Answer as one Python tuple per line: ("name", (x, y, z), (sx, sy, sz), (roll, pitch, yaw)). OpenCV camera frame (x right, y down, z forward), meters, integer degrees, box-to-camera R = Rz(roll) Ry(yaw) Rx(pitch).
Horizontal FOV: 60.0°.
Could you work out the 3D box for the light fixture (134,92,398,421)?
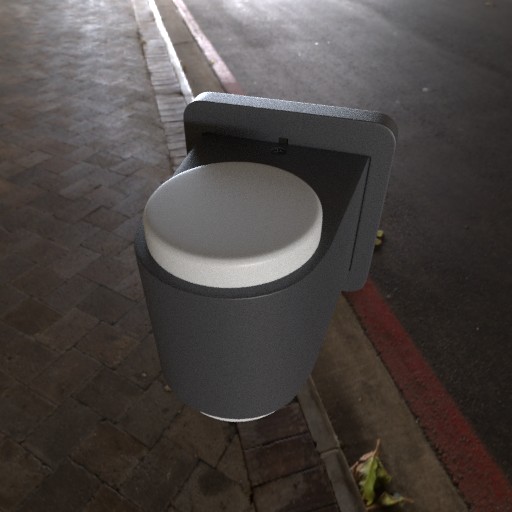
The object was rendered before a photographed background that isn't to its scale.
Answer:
("light fixture", (0.000, 0.000, 0.214), (0.109, 0.109, 0.132), (12, 42, 13))
